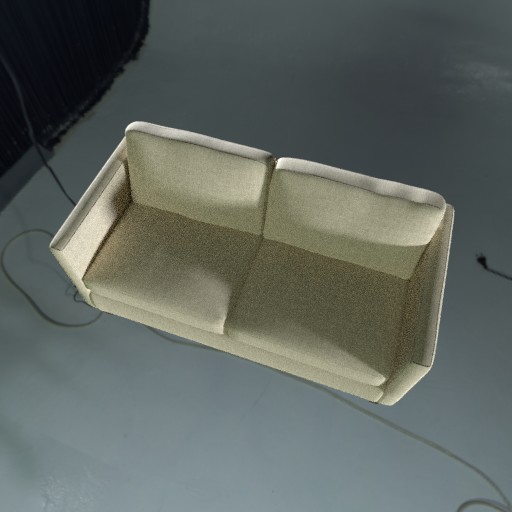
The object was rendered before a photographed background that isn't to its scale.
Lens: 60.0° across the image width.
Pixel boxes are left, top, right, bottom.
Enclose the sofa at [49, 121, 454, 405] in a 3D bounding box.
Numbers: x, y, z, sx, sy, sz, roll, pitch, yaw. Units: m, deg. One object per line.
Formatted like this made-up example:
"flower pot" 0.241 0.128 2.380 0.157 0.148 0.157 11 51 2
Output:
"sofa" 0.000 0.000 2.453 1.884 0.963 0.950 16 59 10
